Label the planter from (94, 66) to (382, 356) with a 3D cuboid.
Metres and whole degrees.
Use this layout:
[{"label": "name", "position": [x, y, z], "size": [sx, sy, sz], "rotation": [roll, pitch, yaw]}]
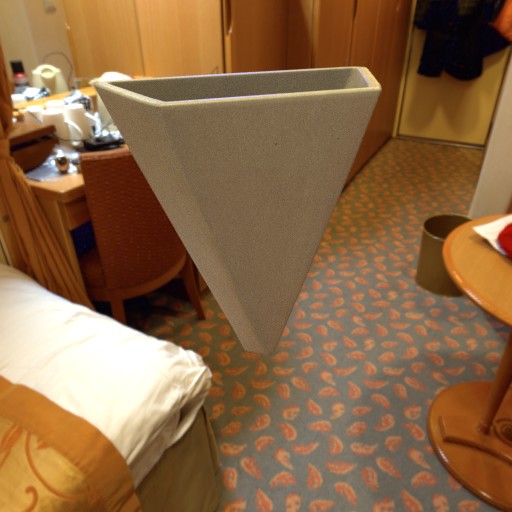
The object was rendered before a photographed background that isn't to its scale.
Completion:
[{"label": "planter", "position": [0.000, 0.000, 0.267], "size": [0.150, 0.197, 0.060], "rotation": [-10, 33, -15]}]
